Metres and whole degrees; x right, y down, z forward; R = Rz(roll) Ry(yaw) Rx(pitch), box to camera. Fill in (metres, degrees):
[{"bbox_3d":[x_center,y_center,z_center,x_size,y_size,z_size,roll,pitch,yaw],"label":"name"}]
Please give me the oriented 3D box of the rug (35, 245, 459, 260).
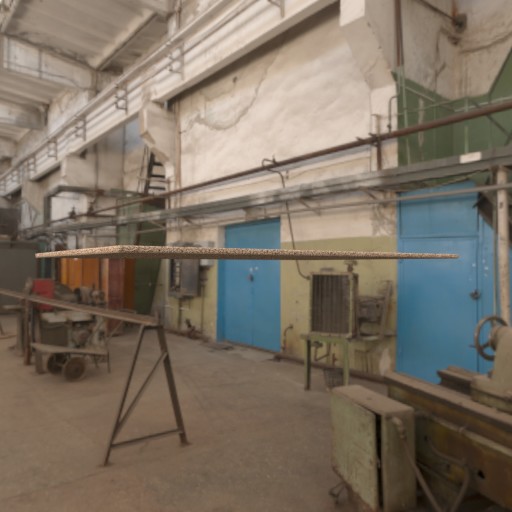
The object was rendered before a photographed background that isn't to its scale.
[{"bbox_3d":[0.000,0.000,2.990,2.438,0.030,1.524,1,-1,-37],"label":"rug"}]
